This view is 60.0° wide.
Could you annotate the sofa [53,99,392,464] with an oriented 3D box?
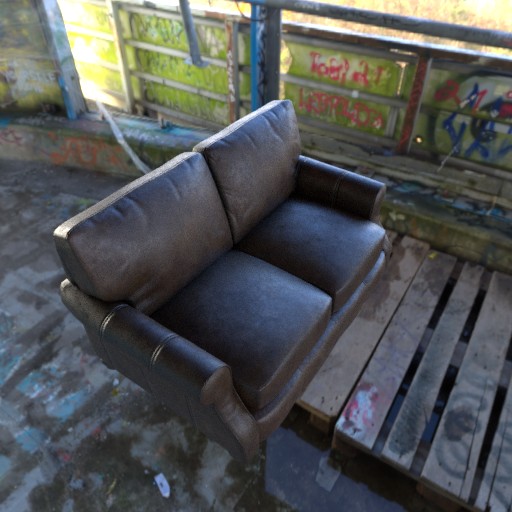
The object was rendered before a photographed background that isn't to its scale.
[{"bbox_3d":[0.000,0.000,2.186,0.990,0.976,1.616,25,47,26],"label":"sofa"}]
